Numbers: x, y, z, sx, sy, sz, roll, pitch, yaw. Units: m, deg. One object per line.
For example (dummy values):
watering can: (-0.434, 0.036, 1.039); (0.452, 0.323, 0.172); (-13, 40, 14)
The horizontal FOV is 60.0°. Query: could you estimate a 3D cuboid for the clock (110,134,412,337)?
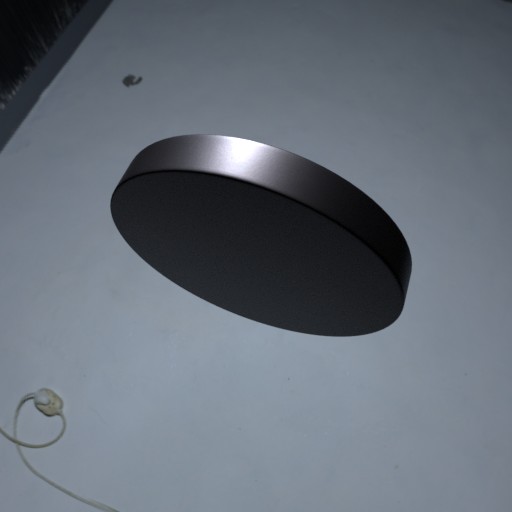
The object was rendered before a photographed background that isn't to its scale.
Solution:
clock: (0.000, 0.000, 0.474); (0.314, 0.314, 0.040); (18, 64, 9)
